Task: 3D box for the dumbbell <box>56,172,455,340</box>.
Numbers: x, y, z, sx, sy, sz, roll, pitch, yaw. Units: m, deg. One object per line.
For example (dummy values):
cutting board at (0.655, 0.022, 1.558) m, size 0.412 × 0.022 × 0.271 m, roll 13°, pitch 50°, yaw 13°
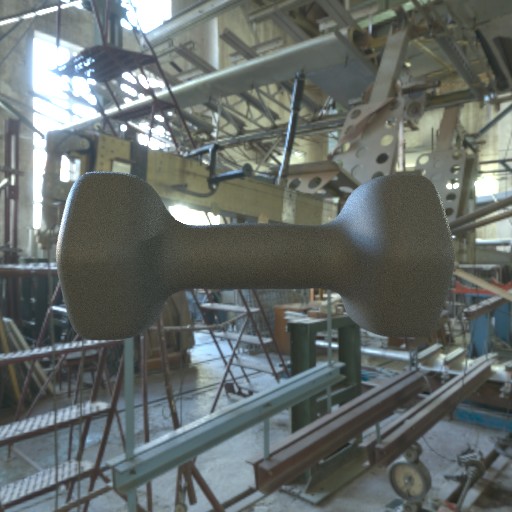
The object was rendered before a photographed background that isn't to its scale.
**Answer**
dumbbell at (0.000, 0.000, 0.229) m, size 0.184 × 0.081 × 0.090 m, roll 0°, pitch 0°, yaw -2°
